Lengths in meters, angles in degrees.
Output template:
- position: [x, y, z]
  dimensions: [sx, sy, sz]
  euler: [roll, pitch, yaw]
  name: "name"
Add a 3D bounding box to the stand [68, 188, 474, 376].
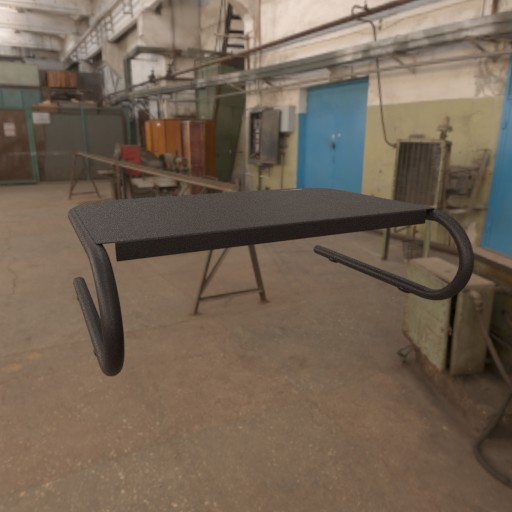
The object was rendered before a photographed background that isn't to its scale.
- position: [0.000, 0.000, 0.498]
  dimensions: [0.370, 0.108, 0.280]
  euler: [-8, 17, -26]
  name: "stand"
